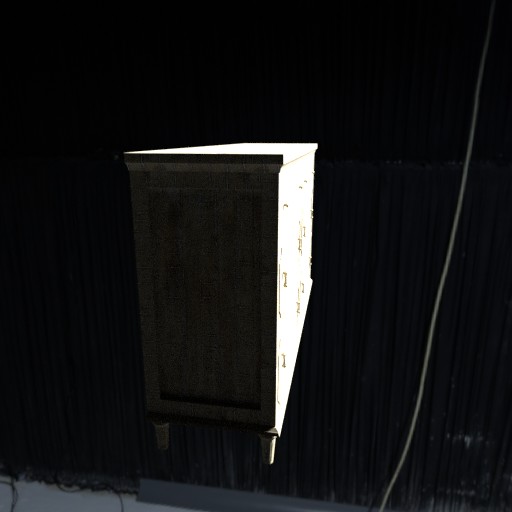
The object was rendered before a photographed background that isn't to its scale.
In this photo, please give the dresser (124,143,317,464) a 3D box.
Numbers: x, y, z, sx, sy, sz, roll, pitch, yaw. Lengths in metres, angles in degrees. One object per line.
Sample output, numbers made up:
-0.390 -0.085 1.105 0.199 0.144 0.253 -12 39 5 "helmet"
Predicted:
0.000 0.000 2.120 0.457 1.016 1.626 3 15 10 "dresser"
